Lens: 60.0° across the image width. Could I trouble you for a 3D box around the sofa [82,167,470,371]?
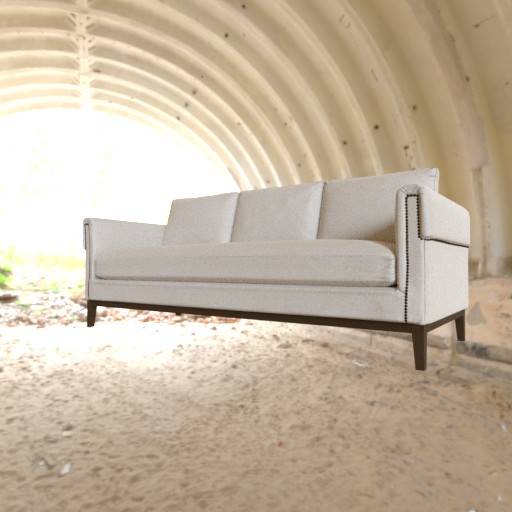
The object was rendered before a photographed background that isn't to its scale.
[{"bbox_3d":[0.000,0.000,2.628,2.198,0.911,0.902,-1,-2,35],"label":"sofa"}]
